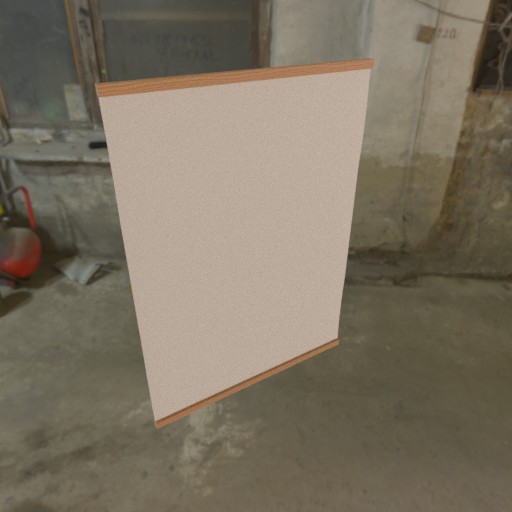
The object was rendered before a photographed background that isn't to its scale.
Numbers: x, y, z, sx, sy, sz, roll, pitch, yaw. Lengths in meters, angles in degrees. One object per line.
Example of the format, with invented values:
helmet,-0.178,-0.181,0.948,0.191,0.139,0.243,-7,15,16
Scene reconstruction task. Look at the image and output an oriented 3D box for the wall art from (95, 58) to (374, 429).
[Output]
wall art,0.000,0.000,1.298,0.739,1.016,0.020,-18,35,-27
